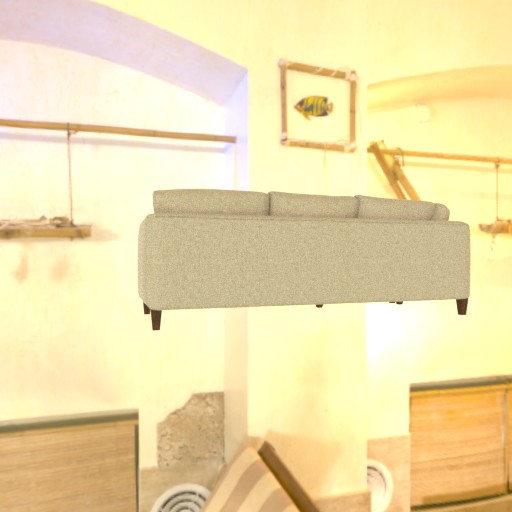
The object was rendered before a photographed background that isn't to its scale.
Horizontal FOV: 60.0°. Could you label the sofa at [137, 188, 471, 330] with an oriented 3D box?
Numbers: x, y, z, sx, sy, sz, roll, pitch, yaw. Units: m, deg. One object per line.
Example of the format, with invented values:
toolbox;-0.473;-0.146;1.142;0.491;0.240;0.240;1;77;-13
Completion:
sofa;0.000;0.000;4.812;2.593;0.959;3.460;0;0;-18
